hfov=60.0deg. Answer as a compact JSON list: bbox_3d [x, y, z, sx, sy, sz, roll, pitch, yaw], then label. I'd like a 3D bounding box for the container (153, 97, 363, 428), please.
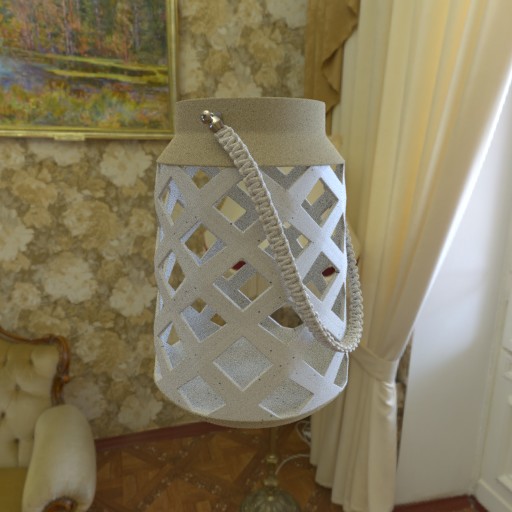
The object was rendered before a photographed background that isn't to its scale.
[{"bbox_3d":[0.000,0.000,0.351,0.172,0.229,0.163,7,16,25],"label":"container"}]
